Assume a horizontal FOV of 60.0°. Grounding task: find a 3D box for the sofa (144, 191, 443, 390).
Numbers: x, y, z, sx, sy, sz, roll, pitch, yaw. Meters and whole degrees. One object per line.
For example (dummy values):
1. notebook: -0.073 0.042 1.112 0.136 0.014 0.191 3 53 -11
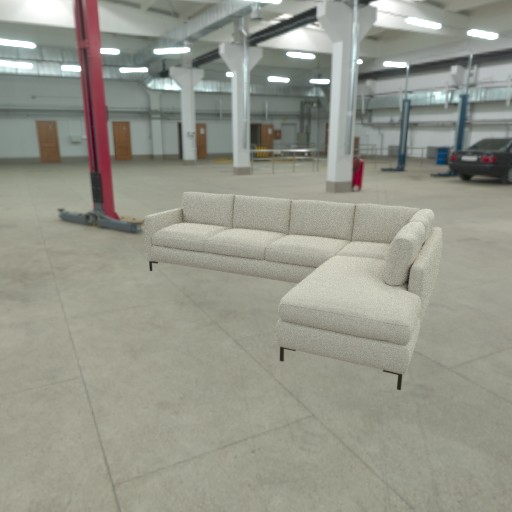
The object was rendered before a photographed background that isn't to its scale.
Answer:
1. sofa: 0.000 0.000 3.952 2.949 0.815 2.007 8 17 26
